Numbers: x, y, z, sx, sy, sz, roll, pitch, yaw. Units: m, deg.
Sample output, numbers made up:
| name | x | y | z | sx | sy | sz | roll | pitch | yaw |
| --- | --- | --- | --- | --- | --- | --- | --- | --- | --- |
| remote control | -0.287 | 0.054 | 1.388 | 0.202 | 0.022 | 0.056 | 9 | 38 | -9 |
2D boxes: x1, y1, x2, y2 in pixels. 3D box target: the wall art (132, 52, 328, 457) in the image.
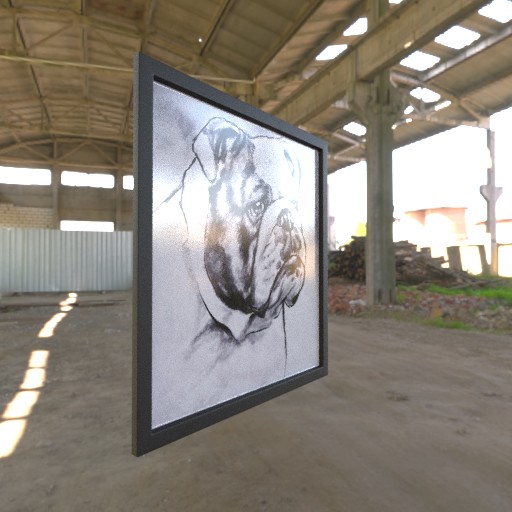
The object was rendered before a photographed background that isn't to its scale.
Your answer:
| name | x | y | z | sx | sy | sz | roll | pitch | yaw |
| --- | --- | --- | --- | --- | --- | --- | --- | --- | --- |
| wall art | 0.000 | 0.000 | 0.989 | 0.016 | 0.659 | 0.663 | -1 | -1 | 36 |
